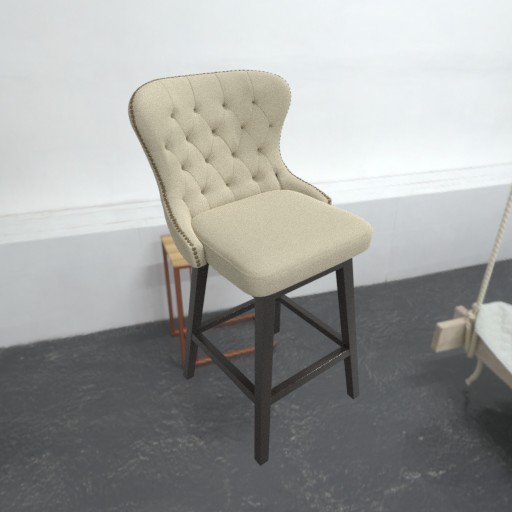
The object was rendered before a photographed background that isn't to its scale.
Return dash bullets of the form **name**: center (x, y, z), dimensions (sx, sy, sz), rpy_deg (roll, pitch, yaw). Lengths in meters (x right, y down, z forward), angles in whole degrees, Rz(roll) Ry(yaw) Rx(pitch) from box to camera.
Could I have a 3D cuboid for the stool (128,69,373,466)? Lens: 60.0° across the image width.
- **stool**: center (0.000, 0.000, 1.340), dimensions (0.528, 0.971, 0.593), rpy_deg (-21, 37, -32)
